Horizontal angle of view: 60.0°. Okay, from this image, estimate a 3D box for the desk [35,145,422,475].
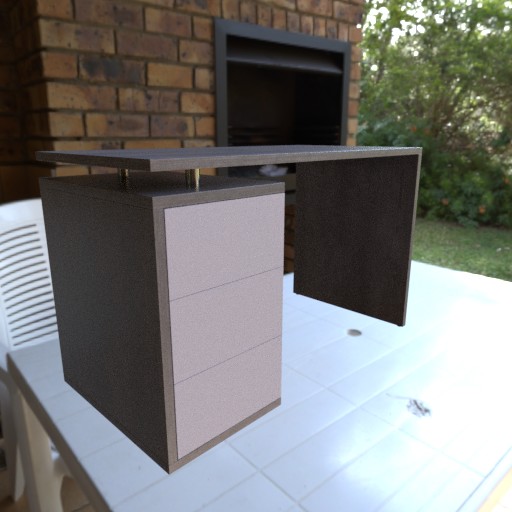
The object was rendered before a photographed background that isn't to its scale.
[{"bbox_3d":[0.000,0.000,1.580,0.600,0.740,1.200,15,21,43],"label":"desk"}]
